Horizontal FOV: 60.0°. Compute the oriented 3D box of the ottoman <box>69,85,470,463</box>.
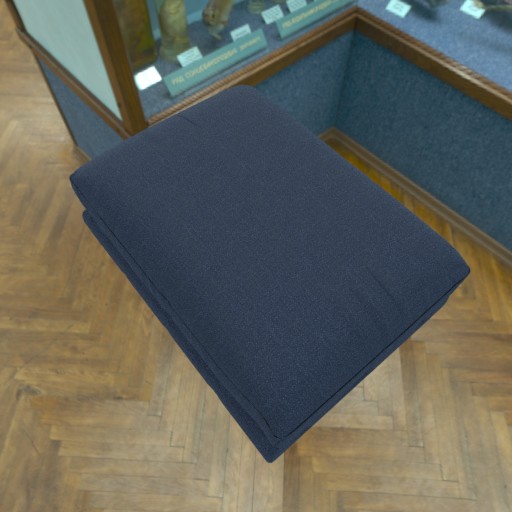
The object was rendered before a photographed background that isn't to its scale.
[{"bbox_3d":[0.000,0.000,1.100,0.558,0.486,0.767,-35,65,-19],"label":"ottoman"}]
